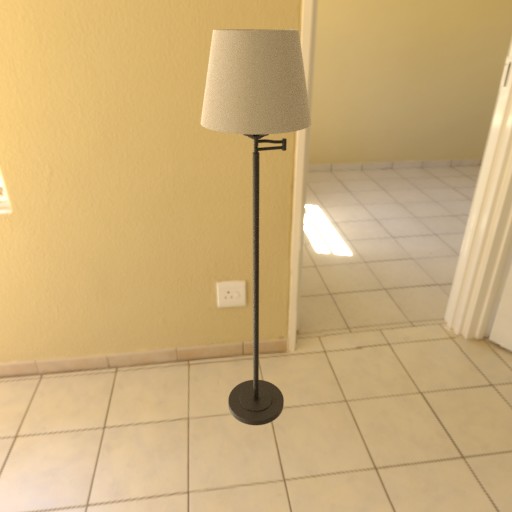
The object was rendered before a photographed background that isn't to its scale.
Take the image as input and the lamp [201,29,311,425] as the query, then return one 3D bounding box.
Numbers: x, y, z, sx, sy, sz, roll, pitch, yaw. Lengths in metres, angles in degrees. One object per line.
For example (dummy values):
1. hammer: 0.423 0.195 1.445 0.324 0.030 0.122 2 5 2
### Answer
1. lamp: 0.000 0.000 1.620 0.348 1.473 0.348 -8 29 -15
